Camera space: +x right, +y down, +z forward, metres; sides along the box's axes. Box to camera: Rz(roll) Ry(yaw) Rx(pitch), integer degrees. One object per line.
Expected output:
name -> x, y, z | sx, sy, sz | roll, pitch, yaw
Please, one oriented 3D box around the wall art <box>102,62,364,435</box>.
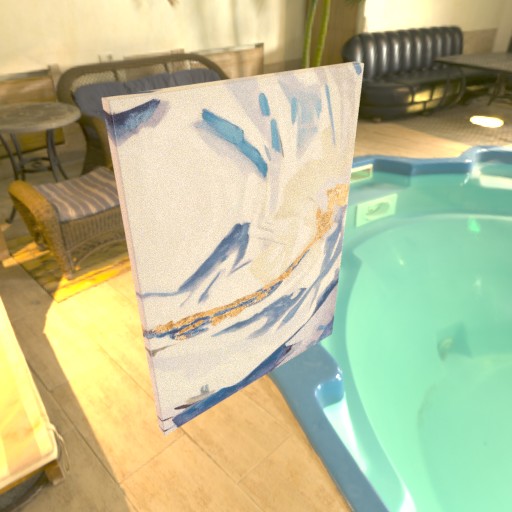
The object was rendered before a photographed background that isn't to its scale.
wall art -> 0.000, 0.000, 1.336 | 0.761, 1.015, 0.038 | -23, 38, -32
